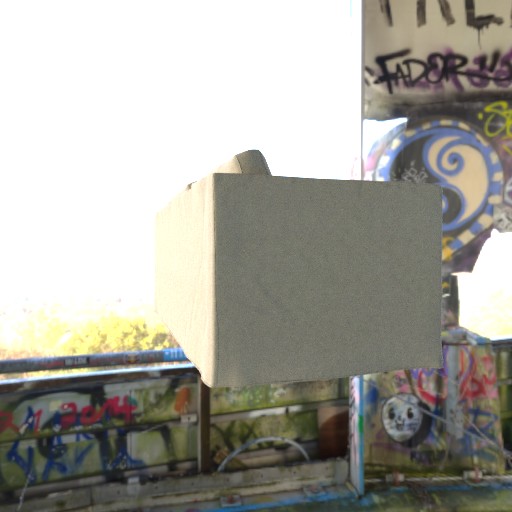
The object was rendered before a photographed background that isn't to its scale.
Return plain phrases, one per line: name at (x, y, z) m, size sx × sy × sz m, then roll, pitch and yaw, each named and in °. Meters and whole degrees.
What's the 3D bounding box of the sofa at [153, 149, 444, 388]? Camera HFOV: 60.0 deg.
sofa at (0.000, 0.000, 2.489) m, size 0.962 × 0.835 × 1.959 m, roll 0°, pitch 1°, yaw -18°
